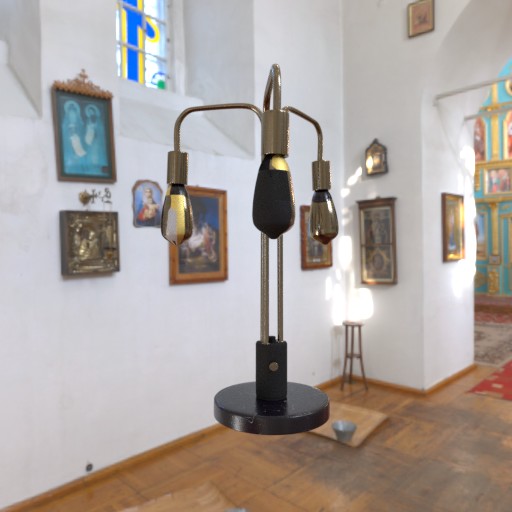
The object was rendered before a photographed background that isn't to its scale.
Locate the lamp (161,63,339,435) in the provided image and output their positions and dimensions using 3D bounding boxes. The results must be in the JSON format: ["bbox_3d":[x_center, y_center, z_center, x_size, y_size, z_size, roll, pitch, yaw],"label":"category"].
[{"bbox_3d":[0.000,0.000,0.777,0.355,0.560,0.368,0,0,-1],"label":"lamp"}]
